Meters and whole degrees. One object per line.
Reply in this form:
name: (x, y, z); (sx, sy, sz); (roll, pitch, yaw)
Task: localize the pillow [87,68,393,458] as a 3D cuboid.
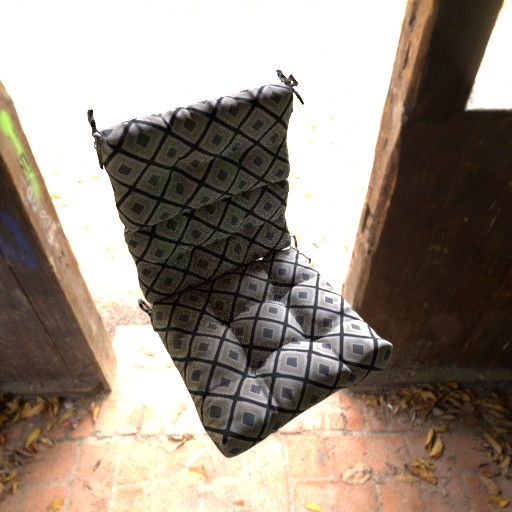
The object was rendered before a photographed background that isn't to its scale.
pillow: (0.000, 0.000, 1.015); (0.519, 0.605, 0.571); (-23, 50, -21)
